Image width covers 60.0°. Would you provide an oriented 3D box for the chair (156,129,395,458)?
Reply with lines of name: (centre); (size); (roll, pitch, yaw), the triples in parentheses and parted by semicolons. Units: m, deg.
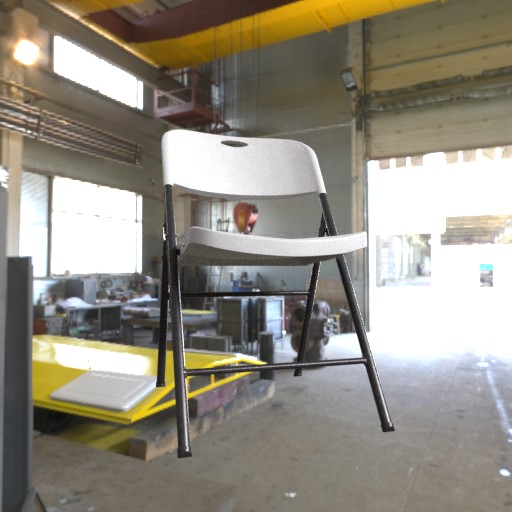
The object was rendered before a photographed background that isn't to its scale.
chair: (0.000, 0.000, 1.212); (0.494, 0.810, 0.566); (0, -2, -17)
